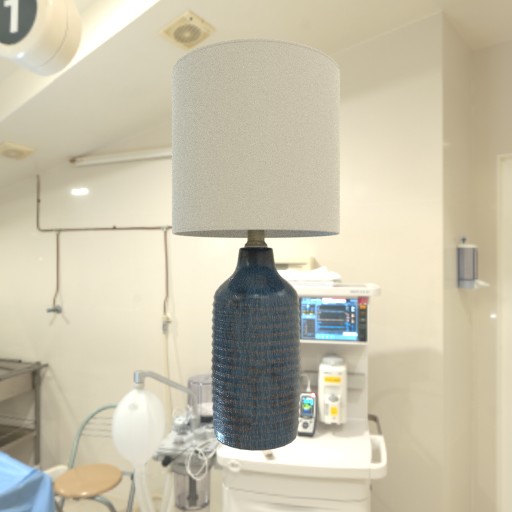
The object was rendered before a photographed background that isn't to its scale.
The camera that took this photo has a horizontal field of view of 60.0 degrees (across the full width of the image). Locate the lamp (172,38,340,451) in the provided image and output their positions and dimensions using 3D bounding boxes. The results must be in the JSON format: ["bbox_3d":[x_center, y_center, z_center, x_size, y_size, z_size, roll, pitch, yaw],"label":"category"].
[{"bbox_3d":[0.000,0.000,0.593,0.220,0.475,0.220,0,0,19],"label":"lamp"}]
